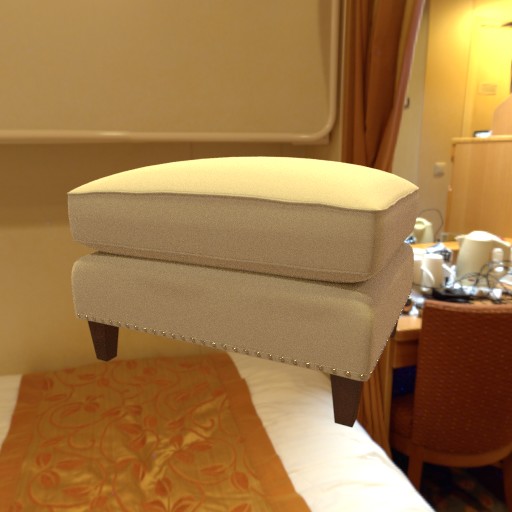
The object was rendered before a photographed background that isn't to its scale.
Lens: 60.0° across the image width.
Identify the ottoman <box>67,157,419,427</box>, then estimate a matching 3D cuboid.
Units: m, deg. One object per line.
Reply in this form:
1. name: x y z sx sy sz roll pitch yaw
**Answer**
1. ottoman: 0.000 0.000 1.174 0.741 0.513 0.584 6 15 25
